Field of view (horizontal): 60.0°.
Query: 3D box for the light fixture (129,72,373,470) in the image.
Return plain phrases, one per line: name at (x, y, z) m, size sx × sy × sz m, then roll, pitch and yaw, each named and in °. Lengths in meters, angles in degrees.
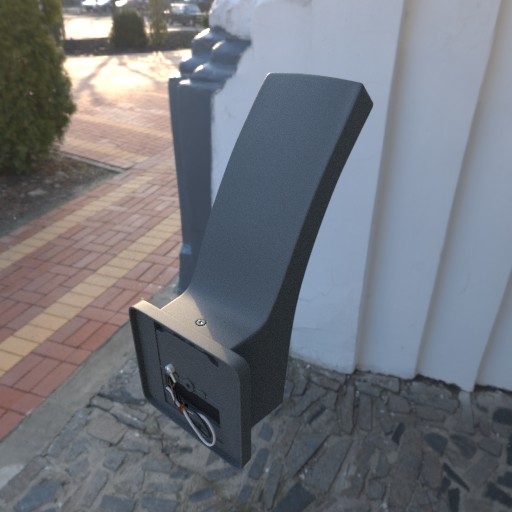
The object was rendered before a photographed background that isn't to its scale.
light fixture at (0.000, 0.000, 0.336) m, size 0.108 × 0.243 × 0.174 m, roll 22°, pitch 37°, yaw 33°
